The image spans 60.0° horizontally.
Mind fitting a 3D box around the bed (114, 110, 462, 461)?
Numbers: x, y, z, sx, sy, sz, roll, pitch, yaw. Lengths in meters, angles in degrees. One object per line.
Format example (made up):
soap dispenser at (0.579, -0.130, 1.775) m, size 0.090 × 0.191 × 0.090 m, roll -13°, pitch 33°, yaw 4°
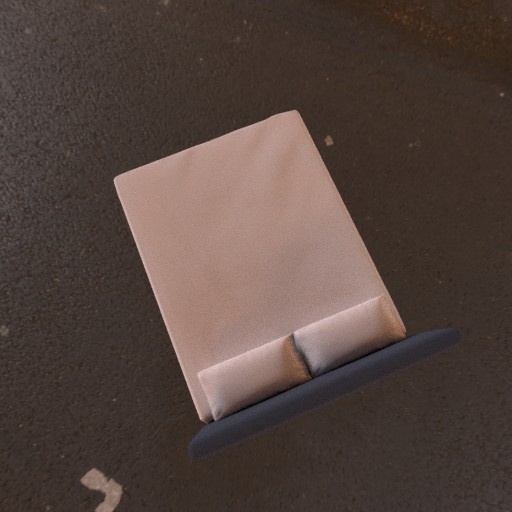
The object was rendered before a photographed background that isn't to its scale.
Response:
bed at (0.000, 0.000, 3.283) m, size 1.713 × 1.330 × 2.162 m, roll -22°, pitch 77°, yaw -5°
